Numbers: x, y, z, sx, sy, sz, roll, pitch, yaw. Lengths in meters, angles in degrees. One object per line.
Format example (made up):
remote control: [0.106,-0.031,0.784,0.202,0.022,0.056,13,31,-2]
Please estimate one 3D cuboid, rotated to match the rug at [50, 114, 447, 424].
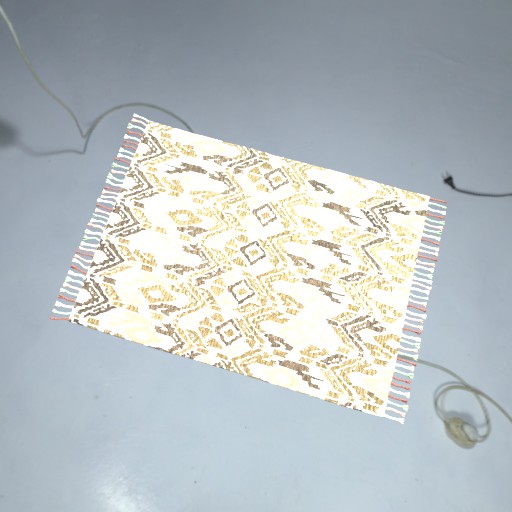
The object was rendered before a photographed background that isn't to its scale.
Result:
rug: [0.000,0.000,2.319,1.829,0.008,1.219,16,76,4]
